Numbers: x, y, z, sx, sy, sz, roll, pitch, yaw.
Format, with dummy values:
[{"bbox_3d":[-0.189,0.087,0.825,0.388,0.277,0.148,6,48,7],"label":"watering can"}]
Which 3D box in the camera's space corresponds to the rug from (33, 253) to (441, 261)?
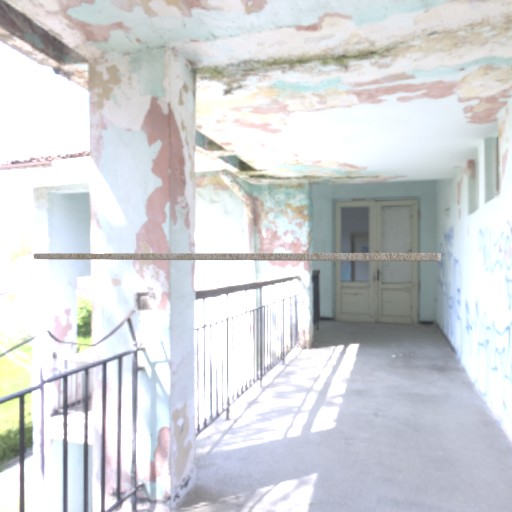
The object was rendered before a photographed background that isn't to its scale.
[{"bbox_3d":[0.000,0.000,2.167,1.600,0.025,1.199,0,0,19],"label":"rug"}]
